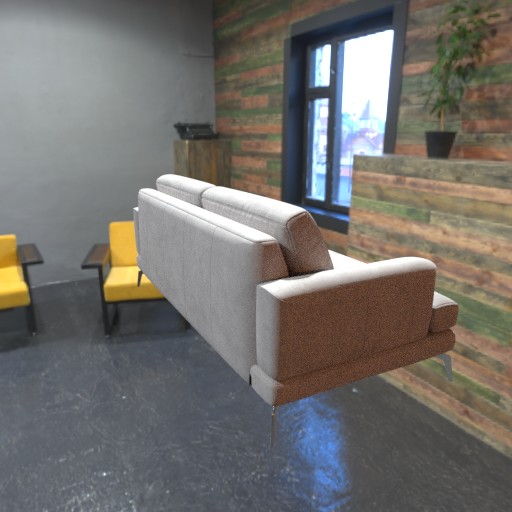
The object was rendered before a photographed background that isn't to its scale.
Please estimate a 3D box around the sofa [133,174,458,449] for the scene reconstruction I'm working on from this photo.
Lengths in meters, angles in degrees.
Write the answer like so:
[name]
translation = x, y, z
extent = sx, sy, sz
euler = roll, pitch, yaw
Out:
[sofa]
translation = 0.000, 0.000, 2.534
extent = 0.980, 0.830, 2.013
euler = -8, 17, -27
